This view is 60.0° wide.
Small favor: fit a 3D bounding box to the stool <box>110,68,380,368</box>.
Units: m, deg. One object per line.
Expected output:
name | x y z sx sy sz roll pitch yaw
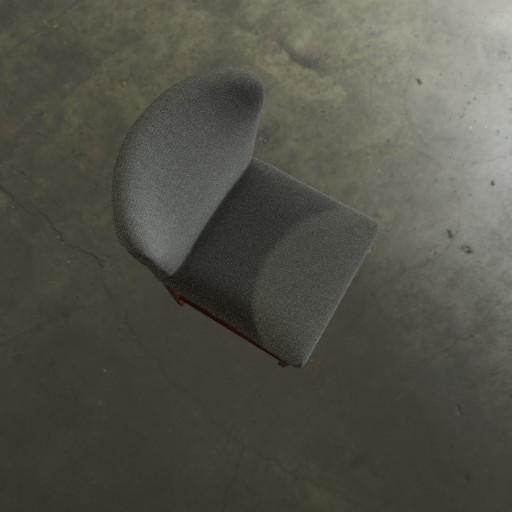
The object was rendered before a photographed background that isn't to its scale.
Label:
stool | 0.000 0.000 1.374 0.568 1.069 0.486 30 76 8
